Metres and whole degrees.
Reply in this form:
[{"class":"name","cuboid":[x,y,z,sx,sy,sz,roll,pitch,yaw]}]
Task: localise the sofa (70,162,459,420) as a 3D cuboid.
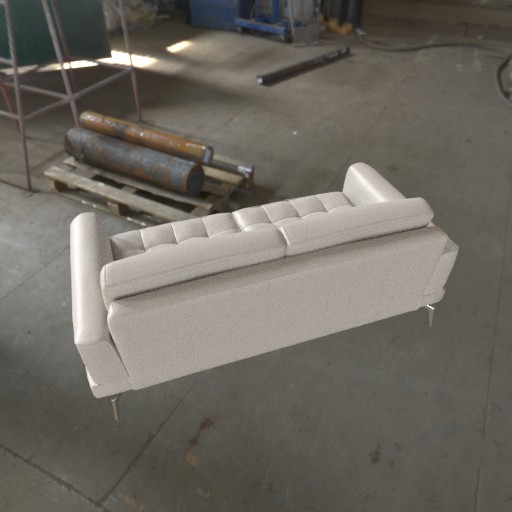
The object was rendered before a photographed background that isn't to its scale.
[{"class":"sofa","cuboid":[0.000,0.000,2.754,2.177,0.930,1.121,-13,43,-14]}]
